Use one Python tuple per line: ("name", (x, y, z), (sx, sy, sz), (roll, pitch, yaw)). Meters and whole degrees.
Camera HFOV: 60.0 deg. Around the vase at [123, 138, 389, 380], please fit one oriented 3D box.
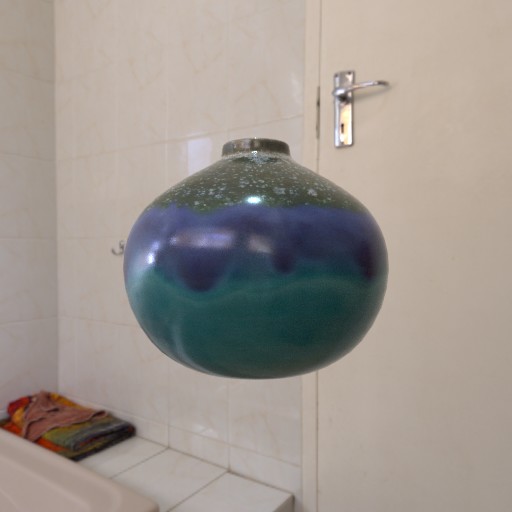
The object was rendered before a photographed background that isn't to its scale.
("vase", (0.000, 0.000, 0.268), (0.154, 0.133, 0.154), (0, 1, 0))
